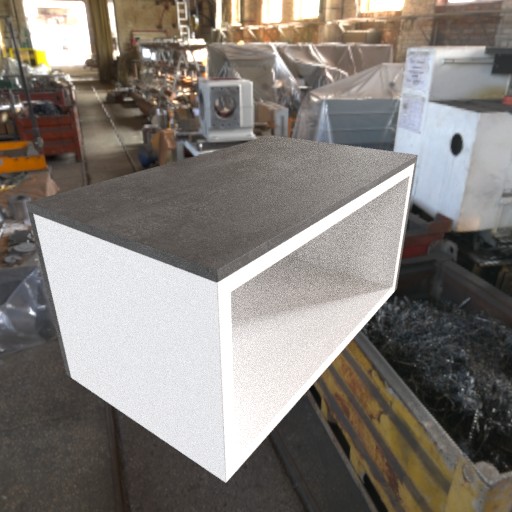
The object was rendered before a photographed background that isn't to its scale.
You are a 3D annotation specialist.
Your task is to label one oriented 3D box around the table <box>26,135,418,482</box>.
[{"bbox_3d":[0.000,0.000,0.932,0.400,0.350,0.700,17,31,32],"label":"table"}]
